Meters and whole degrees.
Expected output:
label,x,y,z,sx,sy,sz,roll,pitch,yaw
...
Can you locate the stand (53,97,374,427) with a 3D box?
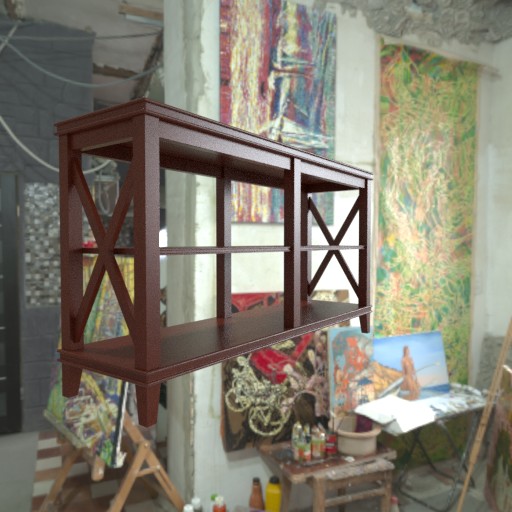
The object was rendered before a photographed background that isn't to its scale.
label,x,y,z,sx,sy,sz,roll,pitch,yaw
stand,0.000,0.000,1.675,0.381,0.762,1.372,1,2,36
